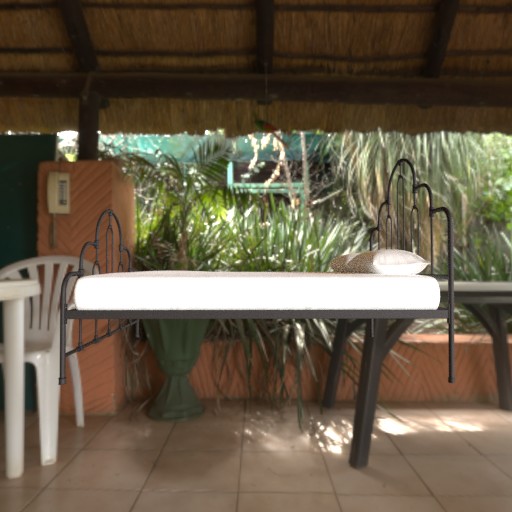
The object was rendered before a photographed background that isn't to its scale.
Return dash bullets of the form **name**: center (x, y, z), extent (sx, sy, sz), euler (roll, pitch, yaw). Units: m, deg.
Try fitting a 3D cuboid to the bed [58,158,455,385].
- **bed**: center (0.000, 0.000, 3.233), extent (2.163, 1.429, 1.640), euler (0, -1, -1)
